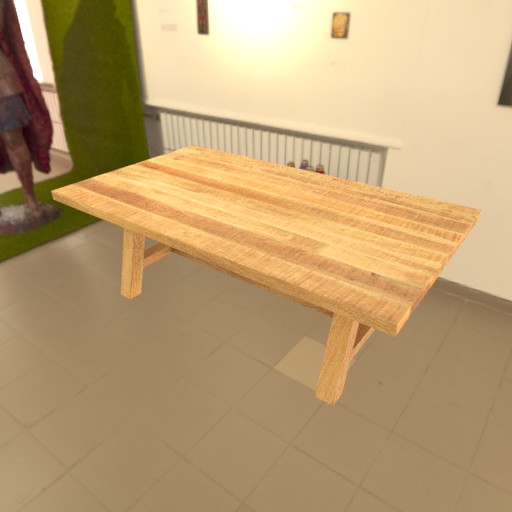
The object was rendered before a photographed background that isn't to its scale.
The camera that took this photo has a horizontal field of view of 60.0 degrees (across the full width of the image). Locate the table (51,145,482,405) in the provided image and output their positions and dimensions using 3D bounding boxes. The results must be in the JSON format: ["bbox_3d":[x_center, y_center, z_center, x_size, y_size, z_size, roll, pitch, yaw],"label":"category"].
[{"bbox_3d":[0.000,0.000,1.673,1.320,0.455,0.760,20,35,31],"label":"table"}]
